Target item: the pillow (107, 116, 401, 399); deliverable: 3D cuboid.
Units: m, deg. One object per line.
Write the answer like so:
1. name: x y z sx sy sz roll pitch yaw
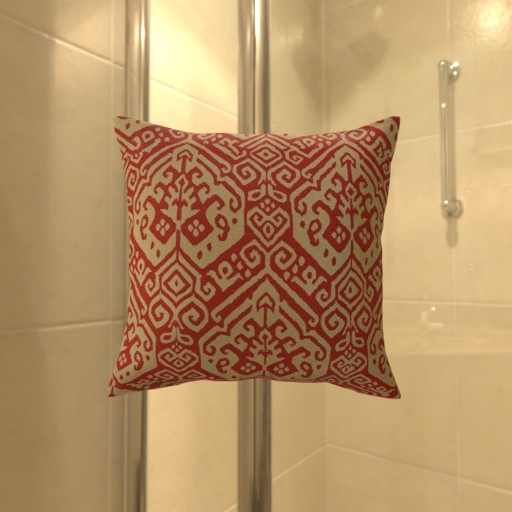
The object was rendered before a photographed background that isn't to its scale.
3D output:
1. pillow: 0.000 0.000 0.793 0.522 0.507 0.192 0 -2 -1
